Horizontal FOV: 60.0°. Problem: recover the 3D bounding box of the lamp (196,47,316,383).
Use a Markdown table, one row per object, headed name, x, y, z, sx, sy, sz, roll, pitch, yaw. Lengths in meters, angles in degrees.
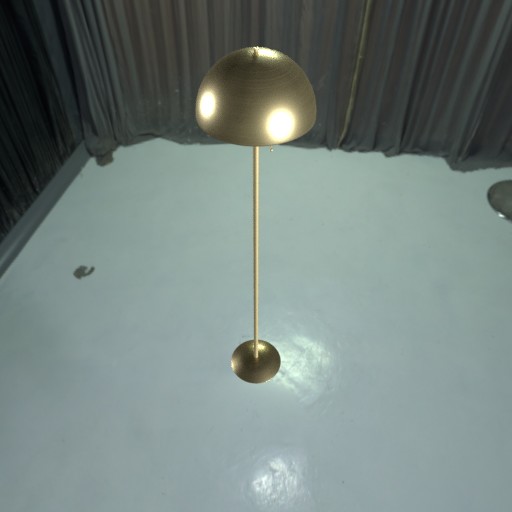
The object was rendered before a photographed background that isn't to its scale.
| name | x | y | z | sx | sy | sz | roll | pitch | yaw |
| --- | --- | --- | --- | --- | --- | --- | --- | --- | --- |
| lamp | 0.000 | 0.000 | 1.624 | 0.328 | 1.480 | 0.328 | 3 | 47 | 3 |
